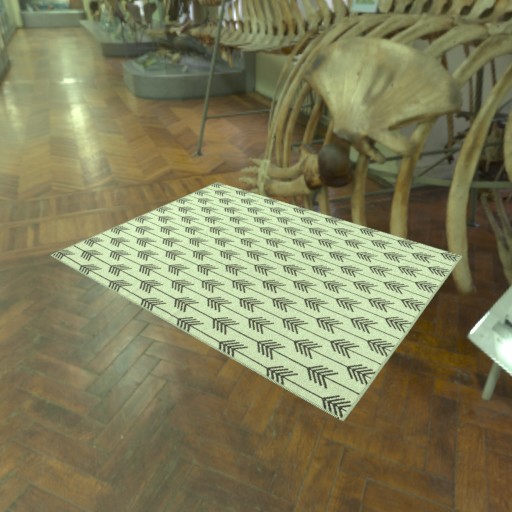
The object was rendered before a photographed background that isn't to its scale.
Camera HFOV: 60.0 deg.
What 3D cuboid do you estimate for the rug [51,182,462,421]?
[{"bbox_3d":[0.000,0.000,4.132,3.061,0.010,2.330,22,37,32],"label":"rug"}]
